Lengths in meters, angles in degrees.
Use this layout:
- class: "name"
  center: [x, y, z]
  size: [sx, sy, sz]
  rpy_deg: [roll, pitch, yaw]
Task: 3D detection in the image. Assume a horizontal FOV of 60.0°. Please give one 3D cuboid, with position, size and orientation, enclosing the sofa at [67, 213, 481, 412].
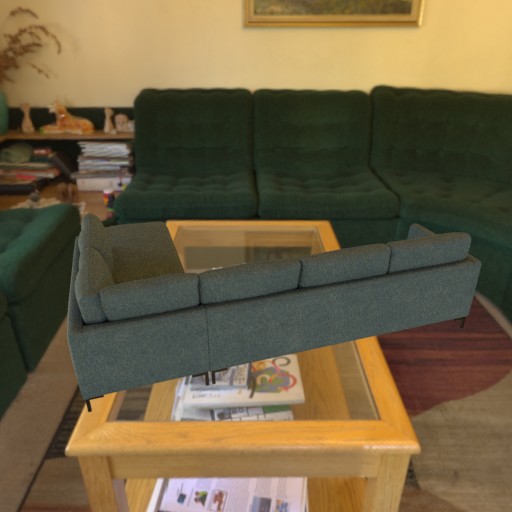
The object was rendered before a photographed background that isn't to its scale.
- class: "sofa"
  center: [0.000, 0.000, 3.826]
  size: [2.949, 0.815, 2.007]
  rpy_deg: [-8, 28, -16]
